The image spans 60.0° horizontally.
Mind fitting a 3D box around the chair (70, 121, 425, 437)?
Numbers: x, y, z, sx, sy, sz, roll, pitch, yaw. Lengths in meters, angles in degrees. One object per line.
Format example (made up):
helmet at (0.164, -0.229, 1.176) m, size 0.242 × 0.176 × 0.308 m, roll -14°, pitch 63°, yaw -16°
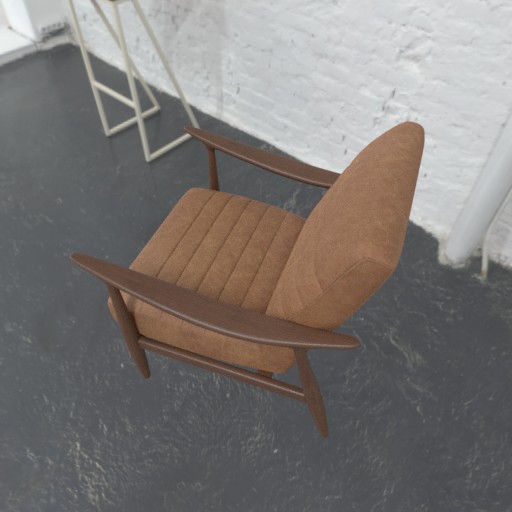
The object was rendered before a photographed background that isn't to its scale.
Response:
chair at (0.000, 0.000, 1.419) m, size 0.798 × 0.832 × 0.741 m, roll 16°, pitch 50°, yaw 14°
